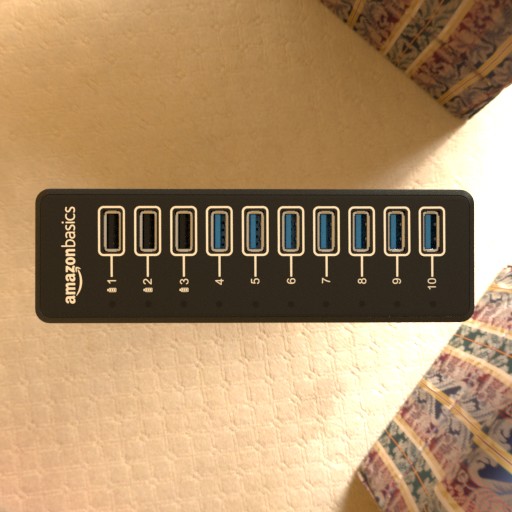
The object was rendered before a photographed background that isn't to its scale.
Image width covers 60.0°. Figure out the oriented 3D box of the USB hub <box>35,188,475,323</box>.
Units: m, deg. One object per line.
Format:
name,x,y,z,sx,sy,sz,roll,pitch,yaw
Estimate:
USB hub,0.000,0.000,0.157,0.145,0.023,0.044,0,90,-1
